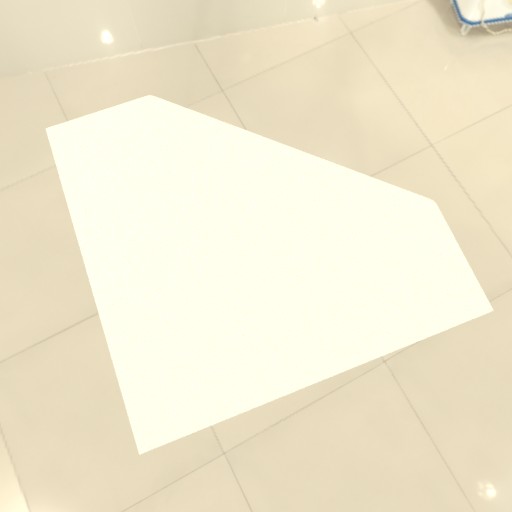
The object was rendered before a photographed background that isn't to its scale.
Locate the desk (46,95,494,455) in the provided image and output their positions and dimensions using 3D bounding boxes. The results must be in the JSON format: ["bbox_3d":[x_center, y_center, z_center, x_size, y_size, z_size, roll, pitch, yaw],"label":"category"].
[{"bbox_3d":[0.000,0.000,1.593,0.940,0.818,0.926,-20,75,-6],"label":"desk"}]
